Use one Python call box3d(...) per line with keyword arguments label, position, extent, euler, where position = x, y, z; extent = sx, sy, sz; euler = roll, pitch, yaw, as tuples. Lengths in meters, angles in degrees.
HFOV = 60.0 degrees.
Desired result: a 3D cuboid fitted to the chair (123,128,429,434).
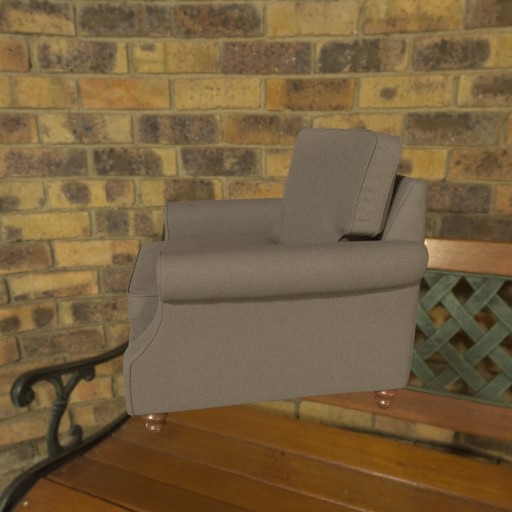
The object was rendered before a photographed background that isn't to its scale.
box3d(label="chair", position=(0.000, 0.000, 1.744), extent=(0.966, 0.967, 1.029), euler=(-3, 17, -9))
